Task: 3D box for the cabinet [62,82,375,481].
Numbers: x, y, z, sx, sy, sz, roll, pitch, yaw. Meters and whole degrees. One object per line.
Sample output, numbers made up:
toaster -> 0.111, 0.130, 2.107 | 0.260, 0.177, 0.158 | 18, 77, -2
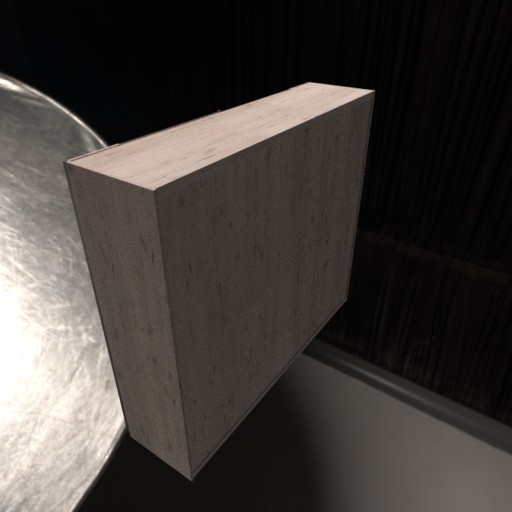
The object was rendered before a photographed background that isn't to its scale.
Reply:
cabinet -> 0.000, 0.000, 3.534 | 0.660, 2.180, 2.500 | 20, 37, 29
